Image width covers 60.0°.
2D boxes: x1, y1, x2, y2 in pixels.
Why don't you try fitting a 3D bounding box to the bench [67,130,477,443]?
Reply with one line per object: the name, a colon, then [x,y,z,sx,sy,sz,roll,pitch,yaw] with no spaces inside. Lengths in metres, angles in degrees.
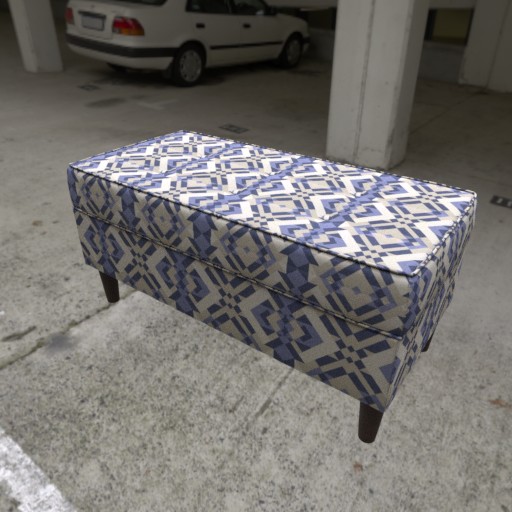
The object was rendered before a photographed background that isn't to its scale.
bench: [0.000,0.000,1.270,1.016,0.477,0.492,20,36,31]
